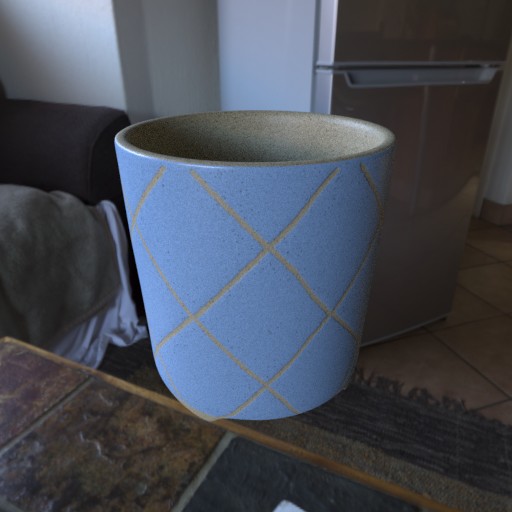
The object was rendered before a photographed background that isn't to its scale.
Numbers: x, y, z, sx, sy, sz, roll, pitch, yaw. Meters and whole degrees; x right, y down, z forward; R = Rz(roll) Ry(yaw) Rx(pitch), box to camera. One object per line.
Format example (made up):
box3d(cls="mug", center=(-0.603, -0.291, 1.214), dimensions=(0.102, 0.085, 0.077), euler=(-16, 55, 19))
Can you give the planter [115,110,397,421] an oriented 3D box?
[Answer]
box3d(cls="planter", center=(0.000, 0.000, 0.421), dimensions=(0.227, 0.235, 0.227), euler=(0, 26, 0))
